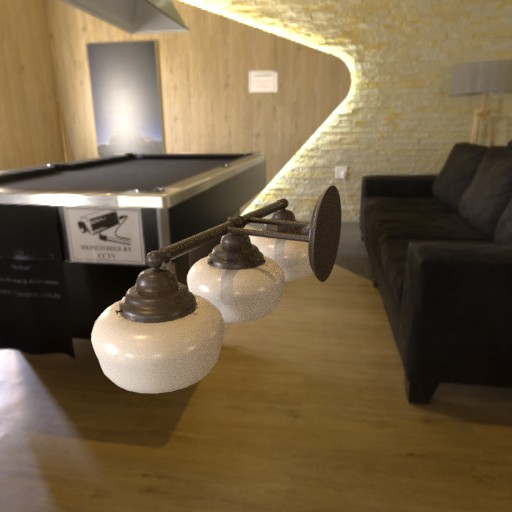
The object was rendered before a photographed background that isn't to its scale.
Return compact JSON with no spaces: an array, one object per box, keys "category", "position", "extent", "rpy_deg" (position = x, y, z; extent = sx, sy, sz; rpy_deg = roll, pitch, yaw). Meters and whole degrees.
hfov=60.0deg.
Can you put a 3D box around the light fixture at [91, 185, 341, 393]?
[{"category":"light fixture","position":[0.000,0.000,0.721],"extent":[0.239,0.242,0.587],"rpy_deg":[8,19,24]}]
